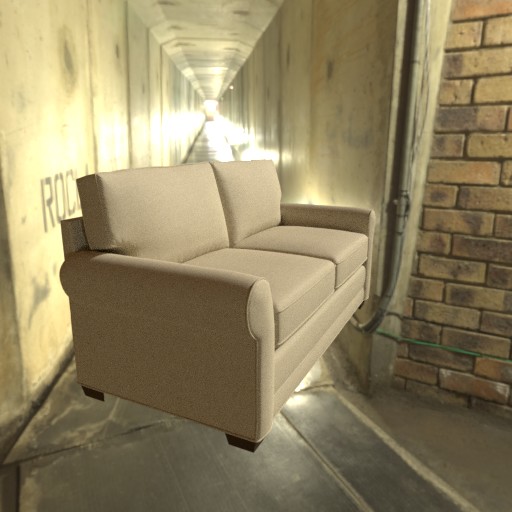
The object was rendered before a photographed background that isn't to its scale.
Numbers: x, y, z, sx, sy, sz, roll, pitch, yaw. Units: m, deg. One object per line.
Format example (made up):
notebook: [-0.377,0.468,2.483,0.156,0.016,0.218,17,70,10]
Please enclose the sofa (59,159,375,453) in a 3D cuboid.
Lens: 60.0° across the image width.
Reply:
sofa: [0.000,0.000,2.255,0.861,0.933,1.774,7,16,25]
